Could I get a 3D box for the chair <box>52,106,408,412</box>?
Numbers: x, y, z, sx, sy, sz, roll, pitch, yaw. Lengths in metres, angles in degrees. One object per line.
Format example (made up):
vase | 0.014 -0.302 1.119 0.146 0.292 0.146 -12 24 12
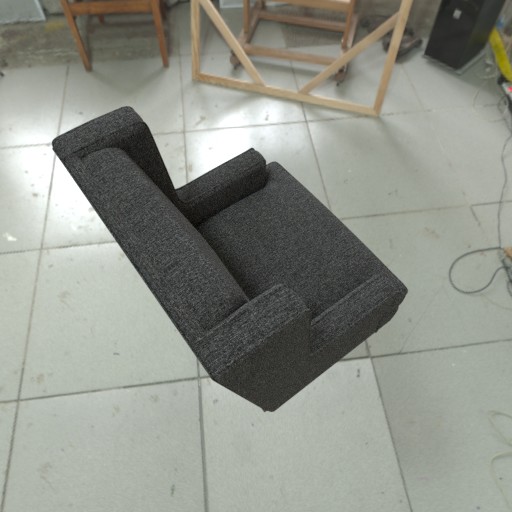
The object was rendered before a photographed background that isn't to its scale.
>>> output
chair | 0.000 0.000 1.782 0.927 1.082 0.942 -32 64 -18
